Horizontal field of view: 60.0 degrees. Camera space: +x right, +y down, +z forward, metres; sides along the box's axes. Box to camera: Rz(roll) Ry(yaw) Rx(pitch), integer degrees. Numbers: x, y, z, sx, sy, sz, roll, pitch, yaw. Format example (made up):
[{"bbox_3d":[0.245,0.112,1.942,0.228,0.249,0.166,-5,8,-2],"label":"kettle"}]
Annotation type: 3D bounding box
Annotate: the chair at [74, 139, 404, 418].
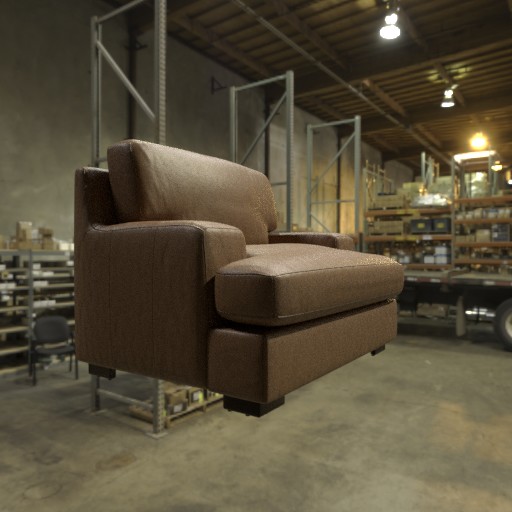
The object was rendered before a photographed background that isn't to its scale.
[{"bbox_3d":[0.000,0.000,2.030,1.050,0.978,1.276,0,1,35],"label":"chair"}]
